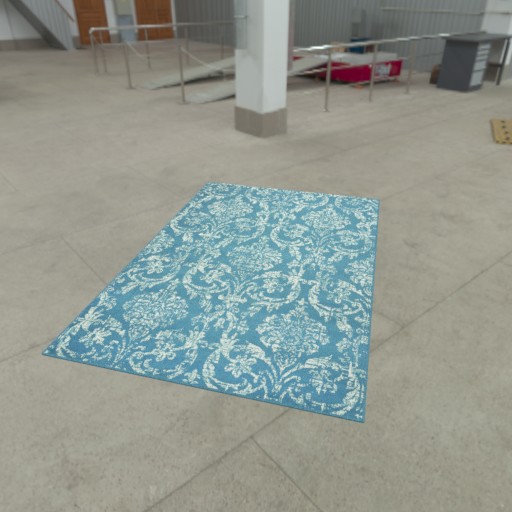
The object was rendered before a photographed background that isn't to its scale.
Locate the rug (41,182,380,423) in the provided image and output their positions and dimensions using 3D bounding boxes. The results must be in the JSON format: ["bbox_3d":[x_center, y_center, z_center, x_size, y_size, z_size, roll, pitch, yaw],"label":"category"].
[{"bbox_3d":[0.000,0.000,3.473,1.816,0.018,2.746,8,32,13],"label":"rug"}]
